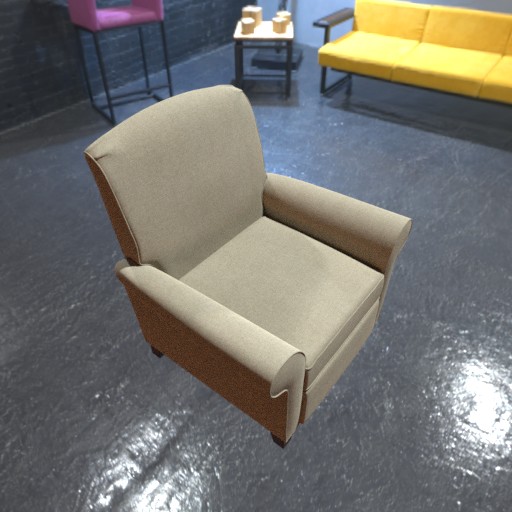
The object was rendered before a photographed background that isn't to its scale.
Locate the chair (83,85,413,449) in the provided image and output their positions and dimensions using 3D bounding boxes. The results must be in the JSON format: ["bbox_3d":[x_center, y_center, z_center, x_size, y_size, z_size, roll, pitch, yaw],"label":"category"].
[{"bbox_3d":[0.000,0.000,1.767,0.905,1.061,0.978,27,48,28],"label":"chair"}]
